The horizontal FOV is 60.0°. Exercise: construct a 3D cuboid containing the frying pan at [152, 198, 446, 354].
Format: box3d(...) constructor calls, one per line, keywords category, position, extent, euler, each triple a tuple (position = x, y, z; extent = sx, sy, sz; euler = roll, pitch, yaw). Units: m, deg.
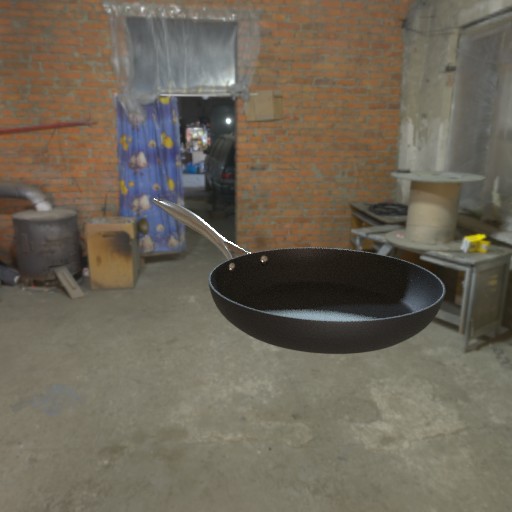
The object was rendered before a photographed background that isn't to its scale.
box3d(category="frying pan", position=(0.000, 0.000, 0.573), extent=(0.255, 0.105, 0.472), euler=(-14, 21, -42))
